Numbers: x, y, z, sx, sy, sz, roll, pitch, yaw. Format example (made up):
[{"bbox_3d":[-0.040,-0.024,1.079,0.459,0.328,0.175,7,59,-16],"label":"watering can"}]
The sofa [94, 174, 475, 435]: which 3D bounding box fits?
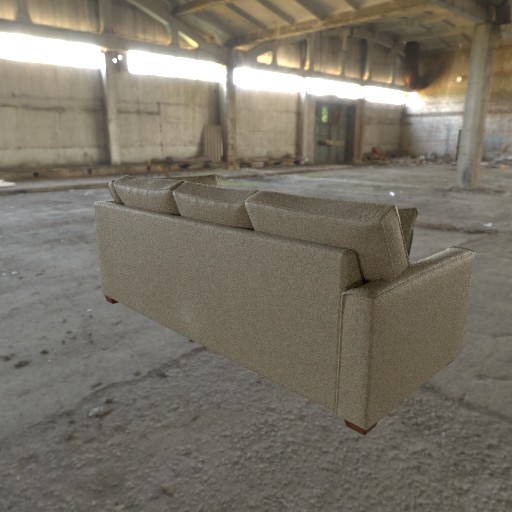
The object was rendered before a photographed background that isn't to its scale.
[{"bbox_3d":[0.000,0.000,2.823,1.061,0.962,2.317,-14,20,-43],"label":"sofa"}]
